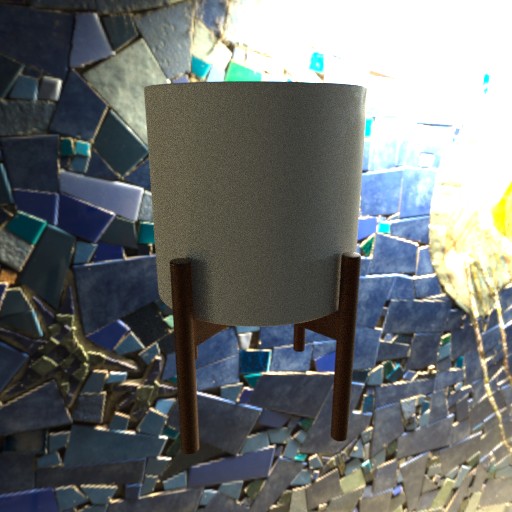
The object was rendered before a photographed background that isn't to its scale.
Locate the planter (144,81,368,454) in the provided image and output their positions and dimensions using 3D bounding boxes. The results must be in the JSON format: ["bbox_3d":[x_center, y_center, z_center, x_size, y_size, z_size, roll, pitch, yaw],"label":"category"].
[{"bbox_3d":[0.000,0.000,0.949,0.417,0.670,0.417,-2,18,-7],"label":"planter"}]
